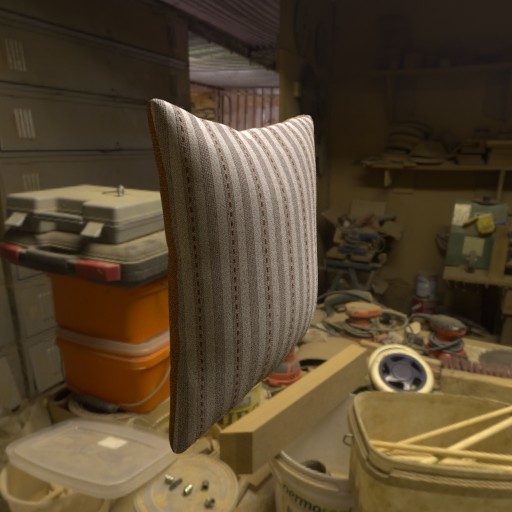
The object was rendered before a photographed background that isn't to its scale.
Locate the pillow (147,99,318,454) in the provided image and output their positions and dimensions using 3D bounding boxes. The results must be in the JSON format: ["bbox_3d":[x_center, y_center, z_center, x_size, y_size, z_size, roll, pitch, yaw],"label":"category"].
[{"bbox_3d":[0.000,0.000,0.685,0.147,0.437,0.432,7,16,26],"label":"pillow"}]
